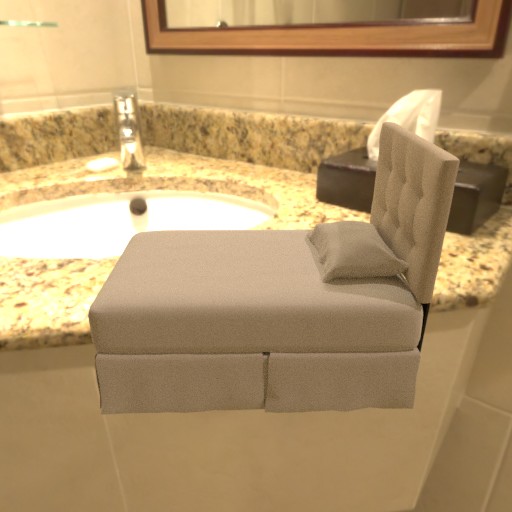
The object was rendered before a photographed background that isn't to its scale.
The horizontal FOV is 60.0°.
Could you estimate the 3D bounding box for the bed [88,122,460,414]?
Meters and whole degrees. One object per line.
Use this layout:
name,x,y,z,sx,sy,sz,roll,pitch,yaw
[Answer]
bed,0.000,0.000,2.967,1.997,1.571,1.261,0,26,-1
